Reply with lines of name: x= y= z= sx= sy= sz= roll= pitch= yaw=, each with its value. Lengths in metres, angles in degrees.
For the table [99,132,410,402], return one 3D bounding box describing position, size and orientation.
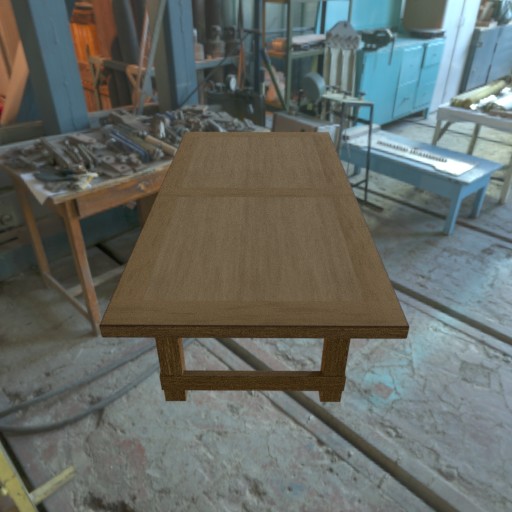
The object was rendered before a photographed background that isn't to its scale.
table: x=0.000 y=0.000 z=2.457 sx=1.000 sy=0.762 sz=1.982 roll=0 pitch=33 yaw=0
